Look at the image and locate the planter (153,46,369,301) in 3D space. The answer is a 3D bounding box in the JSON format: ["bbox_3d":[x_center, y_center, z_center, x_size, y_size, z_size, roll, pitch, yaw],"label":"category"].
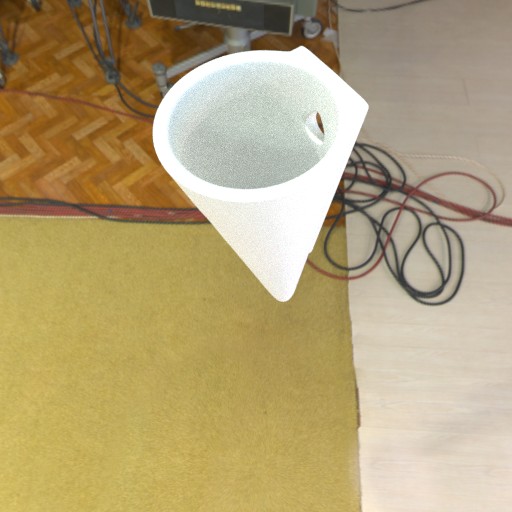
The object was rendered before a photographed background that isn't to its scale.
[{"bbox_3d":[0.000,0.000,0.221,0.064,0.193,0.057,-33,69,-15],"label":"planter"}]
